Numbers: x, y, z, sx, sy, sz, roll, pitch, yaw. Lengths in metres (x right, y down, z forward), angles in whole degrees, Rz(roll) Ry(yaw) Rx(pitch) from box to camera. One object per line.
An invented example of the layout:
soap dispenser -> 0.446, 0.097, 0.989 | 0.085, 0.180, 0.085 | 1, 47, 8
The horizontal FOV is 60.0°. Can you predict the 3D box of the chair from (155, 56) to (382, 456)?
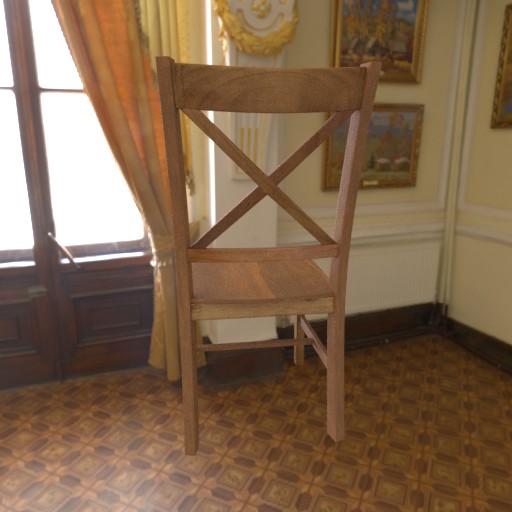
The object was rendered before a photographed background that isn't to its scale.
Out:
chair -> 0.000, 0.000, 1.293 | 0.485, 0.983, 0.542 | -2, 15, -8
